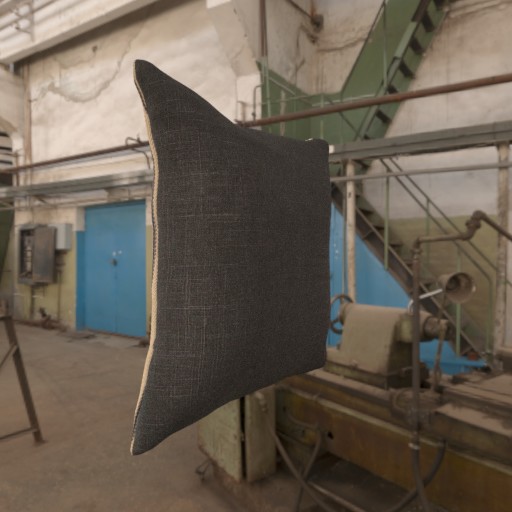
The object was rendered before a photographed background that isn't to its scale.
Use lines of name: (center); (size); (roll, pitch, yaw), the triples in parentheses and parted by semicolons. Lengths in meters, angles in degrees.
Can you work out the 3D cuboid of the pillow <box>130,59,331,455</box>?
pillow: (0.000, 0.000, 0.681); (0.138, 0.444, 0.468); (1, 1, 36)
